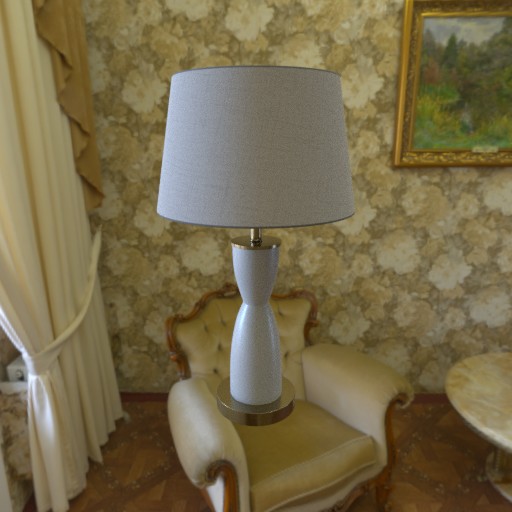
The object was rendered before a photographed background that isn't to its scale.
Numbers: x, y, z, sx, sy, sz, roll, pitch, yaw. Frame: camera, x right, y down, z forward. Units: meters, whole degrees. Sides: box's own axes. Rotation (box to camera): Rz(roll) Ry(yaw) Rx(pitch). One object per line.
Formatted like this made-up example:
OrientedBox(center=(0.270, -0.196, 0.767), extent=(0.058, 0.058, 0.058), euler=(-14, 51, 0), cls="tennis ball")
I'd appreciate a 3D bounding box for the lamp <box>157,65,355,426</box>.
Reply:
OrientedBox(center=(0.000, 0.000, 0.726), extent=(0.309, 0.545, 0.309), euler=(0, 15, 0), cls="lamp")
